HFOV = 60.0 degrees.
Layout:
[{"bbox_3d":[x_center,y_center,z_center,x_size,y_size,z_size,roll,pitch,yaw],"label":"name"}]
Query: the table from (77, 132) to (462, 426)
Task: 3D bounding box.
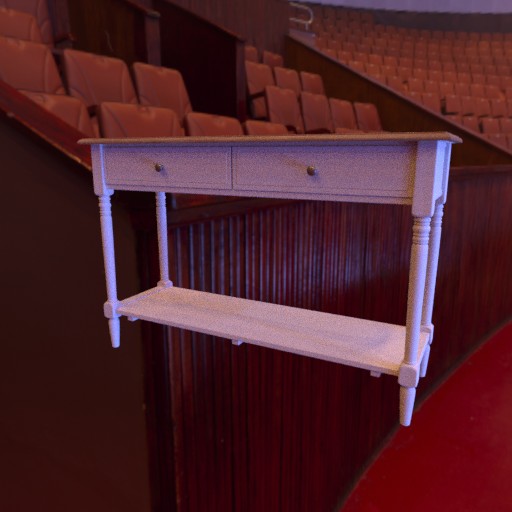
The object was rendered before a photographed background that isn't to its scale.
[{"bbox_3d":[0.000,0.000,1.551,1.219,0.800,0.399,7,15,27],"label":"table"}]
